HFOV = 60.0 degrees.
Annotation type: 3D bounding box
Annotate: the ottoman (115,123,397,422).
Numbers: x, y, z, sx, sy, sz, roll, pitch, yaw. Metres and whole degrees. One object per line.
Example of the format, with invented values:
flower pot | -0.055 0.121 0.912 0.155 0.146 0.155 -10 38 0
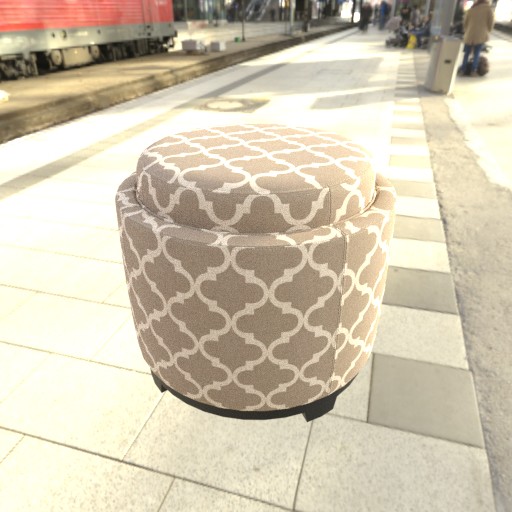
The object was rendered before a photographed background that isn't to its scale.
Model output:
ottoman | 0.000 0.000 0.838 0.480 0.429 0.480 0 29 0
